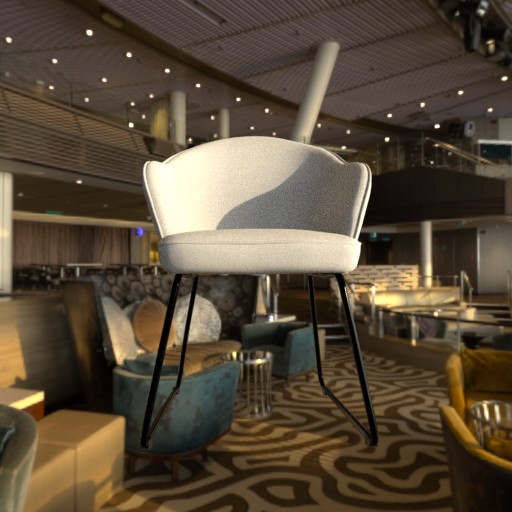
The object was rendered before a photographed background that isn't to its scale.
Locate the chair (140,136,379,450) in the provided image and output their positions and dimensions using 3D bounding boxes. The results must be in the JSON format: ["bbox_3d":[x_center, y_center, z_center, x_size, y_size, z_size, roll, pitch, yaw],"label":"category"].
[{"bbox_3d":[0.000,0.000,1.196,0.570,0.817,0.592,0,-1,-2],"label":"chair"}]
